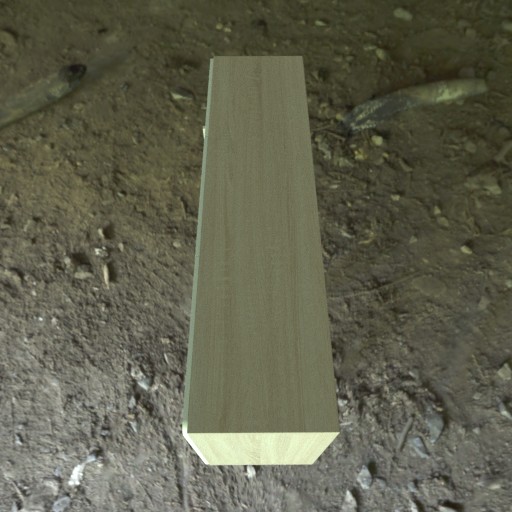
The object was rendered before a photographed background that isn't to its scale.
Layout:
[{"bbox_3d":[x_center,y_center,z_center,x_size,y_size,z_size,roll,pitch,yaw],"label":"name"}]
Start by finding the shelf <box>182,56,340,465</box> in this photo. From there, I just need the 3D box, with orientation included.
[{"bbox_3d":[0.000,0.000,1.799,0.400,0.780,1.490,0,58,0],"label":"shelf"}]
